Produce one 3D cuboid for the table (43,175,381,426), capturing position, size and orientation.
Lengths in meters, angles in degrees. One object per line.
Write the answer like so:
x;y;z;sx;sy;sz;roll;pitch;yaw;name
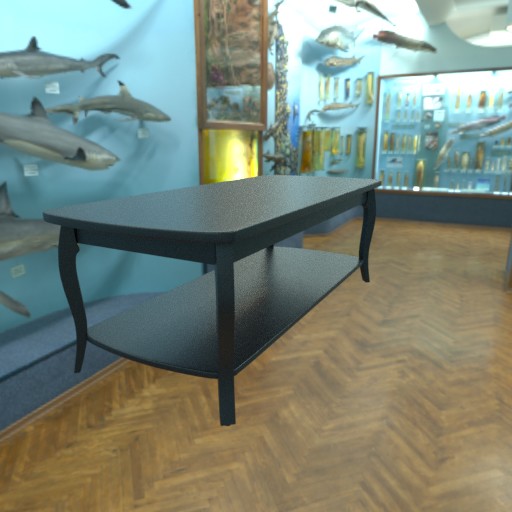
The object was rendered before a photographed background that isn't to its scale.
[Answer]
0.000;0.000;1.568;0.571;0.457;1.333;8;17;28;table
